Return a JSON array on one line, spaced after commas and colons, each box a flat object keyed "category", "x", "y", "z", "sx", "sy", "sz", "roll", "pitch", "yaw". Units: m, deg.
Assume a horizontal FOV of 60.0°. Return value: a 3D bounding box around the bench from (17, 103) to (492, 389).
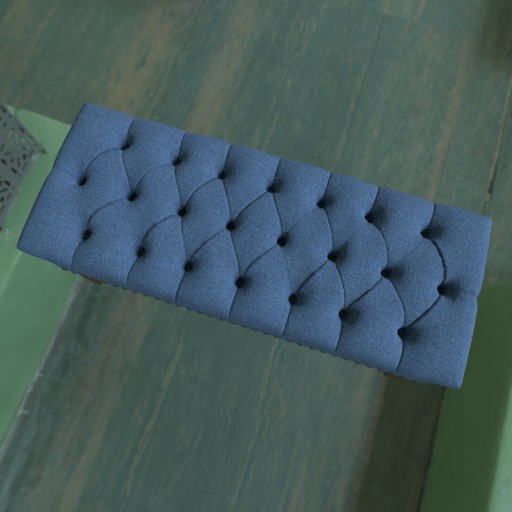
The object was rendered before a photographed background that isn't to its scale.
[{"category": "bench", "x": 0.000, "y": 0.000, "z": 1.238, "sx": 1.052, "sy": 0.492, "sz": 0.417, "roll": 17, "pitch": 75, "yaw": 5}]
